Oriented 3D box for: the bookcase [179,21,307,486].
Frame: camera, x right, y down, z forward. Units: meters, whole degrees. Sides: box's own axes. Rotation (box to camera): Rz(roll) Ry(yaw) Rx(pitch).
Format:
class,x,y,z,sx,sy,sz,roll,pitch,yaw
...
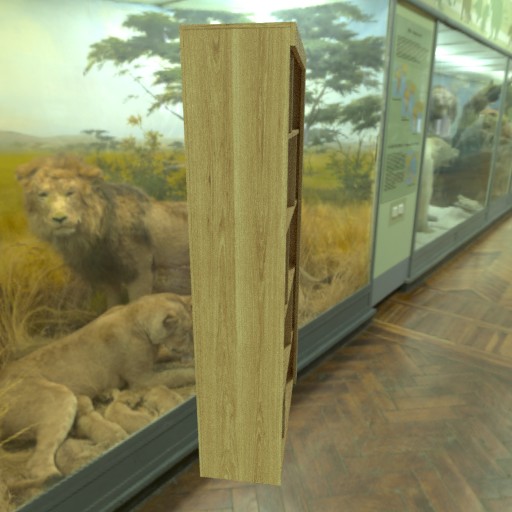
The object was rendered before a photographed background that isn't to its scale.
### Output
class,x,y,z,sx,sy,sz,roll,pitch,yaw
bookcase,0.000,0.000,2.316,0.420,2.020,0.950,3,18,8
